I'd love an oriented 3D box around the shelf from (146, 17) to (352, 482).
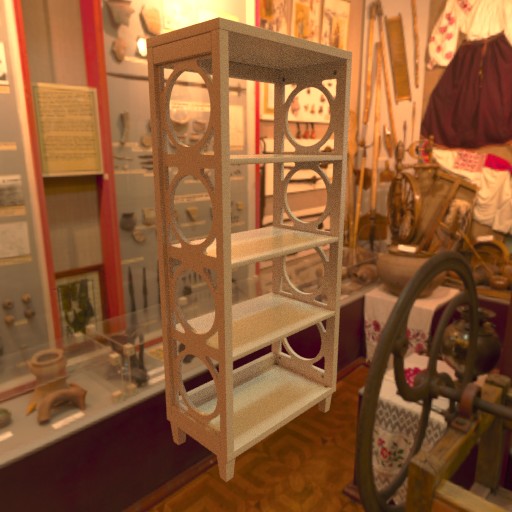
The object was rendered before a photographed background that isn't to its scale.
[{"bbox_3d":[0.000,0.000,1.613,0.340,1.411,0.611,13,19,43],"label":"shelf"}]
